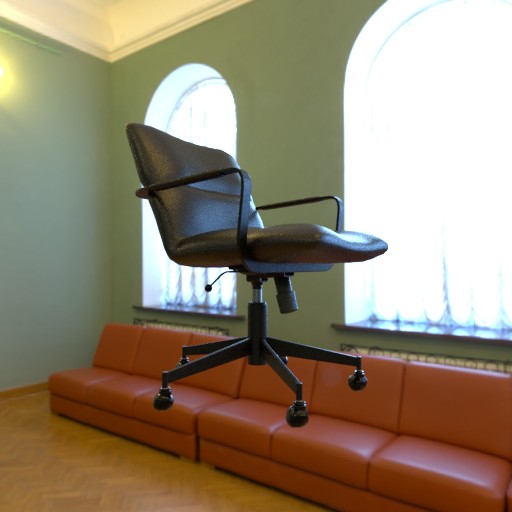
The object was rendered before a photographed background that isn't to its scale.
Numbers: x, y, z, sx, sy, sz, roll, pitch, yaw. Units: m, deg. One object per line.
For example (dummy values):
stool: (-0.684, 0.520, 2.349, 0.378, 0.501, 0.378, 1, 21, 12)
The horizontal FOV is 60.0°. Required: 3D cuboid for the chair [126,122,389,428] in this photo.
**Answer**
chair: (0.000, 0.000, 1.514, 0.748, 0.922, 0.719, -1, -1, 35)
